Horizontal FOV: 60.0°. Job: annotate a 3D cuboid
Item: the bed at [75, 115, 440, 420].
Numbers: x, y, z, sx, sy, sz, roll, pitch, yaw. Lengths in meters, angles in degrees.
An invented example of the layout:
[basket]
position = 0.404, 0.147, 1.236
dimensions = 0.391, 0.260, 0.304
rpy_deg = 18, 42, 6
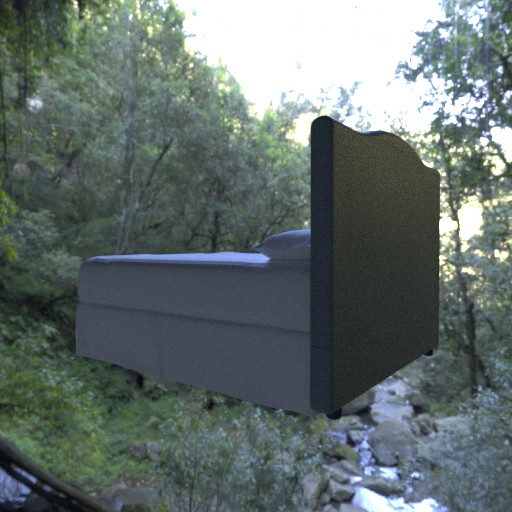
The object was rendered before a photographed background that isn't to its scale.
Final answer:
[bed]
position = 0.000, 0.000, 3.247
dimensions = 2.143, 1.460, 1.753
rpy_deg = 1, 1, 37
